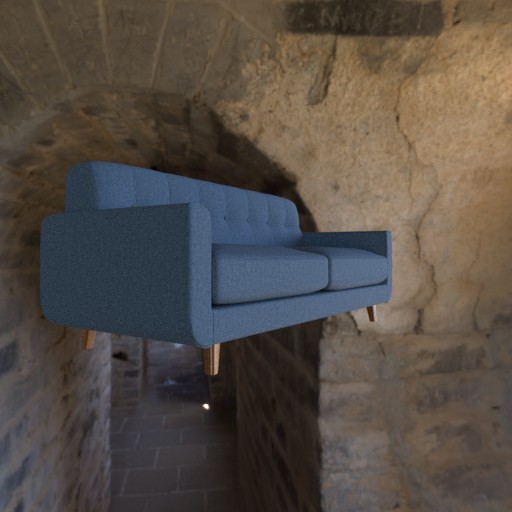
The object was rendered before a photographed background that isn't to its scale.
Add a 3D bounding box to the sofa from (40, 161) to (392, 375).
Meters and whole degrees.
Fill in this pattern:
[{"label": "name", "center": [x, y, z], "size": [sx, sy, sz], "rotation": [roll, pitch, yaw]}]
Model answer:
[{"label": "sofa", "center": [0.000, 0.000, 2.554], "size": [0.942, 0.884, 2.055], "rotation": [0, 0, 35]}]
